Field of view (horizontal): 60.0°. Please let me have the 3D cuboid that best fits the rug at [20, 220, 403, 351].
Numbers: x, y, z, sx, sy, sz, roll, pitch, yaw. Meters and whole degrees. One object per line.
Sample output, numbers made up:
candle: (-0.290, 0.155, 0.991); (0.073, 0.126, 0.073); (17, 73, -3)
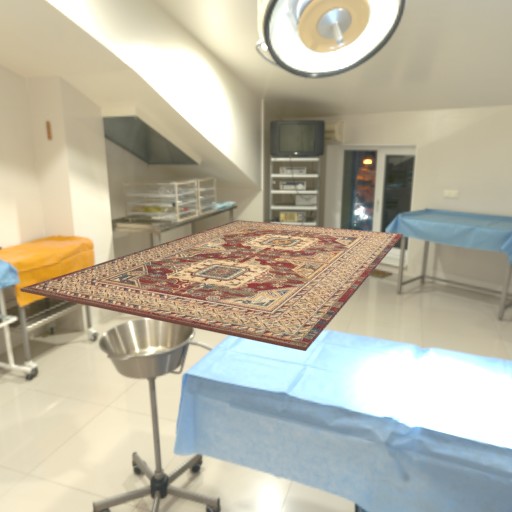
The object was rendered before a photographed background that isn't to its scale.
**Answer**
rug: (0.000, 0.000, 5.796); (3.033, 0.033, 4.578); (7, 16, 25)
